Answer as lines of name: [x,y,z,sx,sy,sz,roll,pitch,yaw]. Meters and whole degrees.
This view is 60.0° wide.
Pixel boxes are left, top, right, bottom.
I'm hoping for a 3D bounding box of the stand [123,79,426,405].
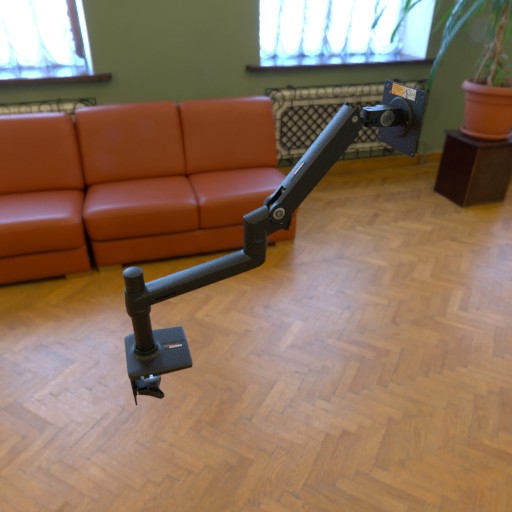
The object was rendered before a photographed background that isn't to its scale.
stand: [0.000,0.000,1.022,0.650,0.713,0.152,-9,32,-15]
